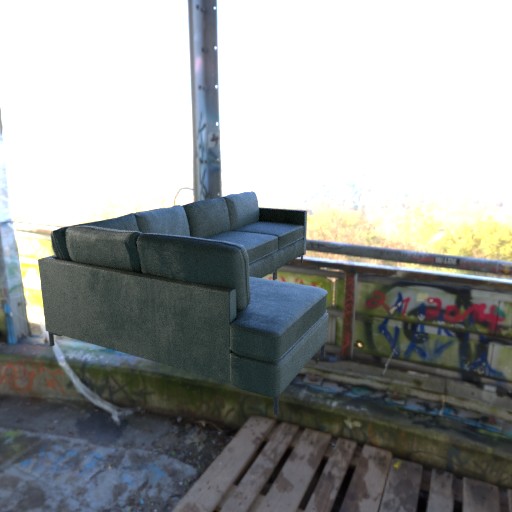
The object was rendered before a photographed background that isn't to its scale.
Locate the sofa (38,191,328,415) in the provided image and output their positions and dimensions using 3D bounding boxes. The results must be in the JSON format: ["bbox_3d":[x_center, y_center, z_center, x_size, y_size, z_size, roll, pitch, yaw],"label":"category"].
[{"bbox_3d":[0.000,0.000,4.394,2.048,0.996,3.384,7,16,27],"label":"sofa"}]
